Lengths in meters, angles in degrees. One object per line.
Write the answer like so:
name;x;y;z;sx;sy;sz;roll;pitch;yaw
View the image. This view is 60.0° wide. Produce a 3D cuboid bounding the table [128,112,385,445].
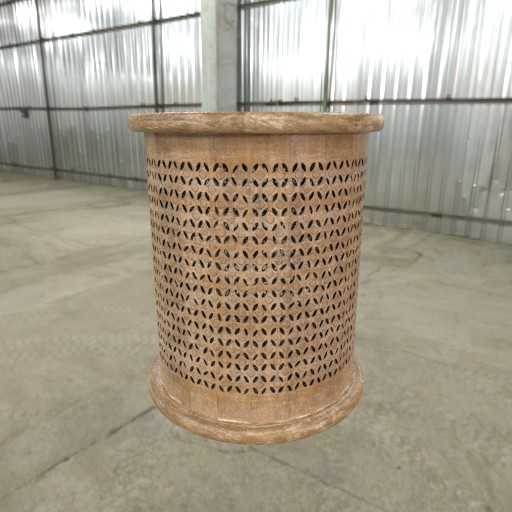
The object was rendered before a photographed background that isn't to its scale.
table;0.000;0.000;0.794;0.407;0.482;0.407;0;17;0
